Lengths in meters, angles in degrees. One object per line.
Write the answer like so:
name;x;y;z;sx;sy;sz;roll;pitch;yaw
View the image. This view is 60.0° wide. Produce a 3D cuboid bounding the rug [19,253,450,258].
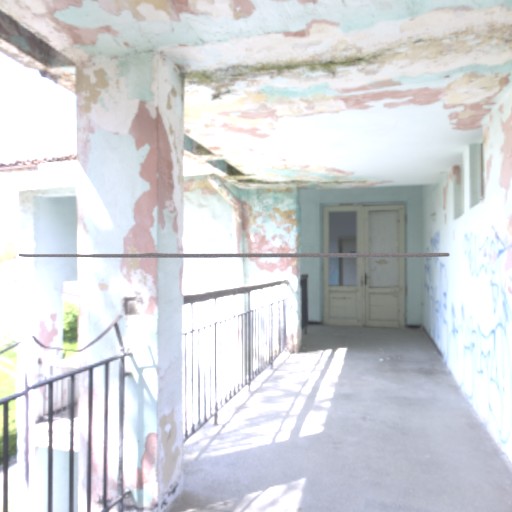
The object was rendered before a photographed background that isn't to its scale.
rug;0.000;0.000;4.055;3.007;0.032;2.434;0;0;17
